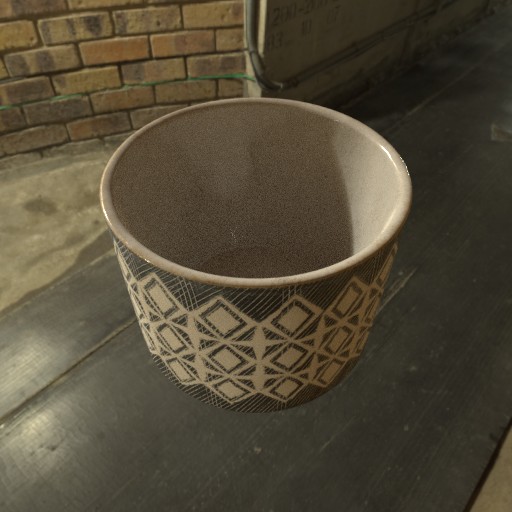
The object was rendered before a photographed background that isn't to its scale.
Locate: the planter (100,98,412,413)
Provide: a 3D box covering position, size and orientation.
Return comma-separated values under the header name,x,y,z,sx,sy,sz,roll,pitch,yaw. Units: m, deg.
name,x,y,z,sx,sy,sz,roll,pitch,yaw
planter,0.000,0.000,0.222,0.126,0.104,0.126,0,46,0
